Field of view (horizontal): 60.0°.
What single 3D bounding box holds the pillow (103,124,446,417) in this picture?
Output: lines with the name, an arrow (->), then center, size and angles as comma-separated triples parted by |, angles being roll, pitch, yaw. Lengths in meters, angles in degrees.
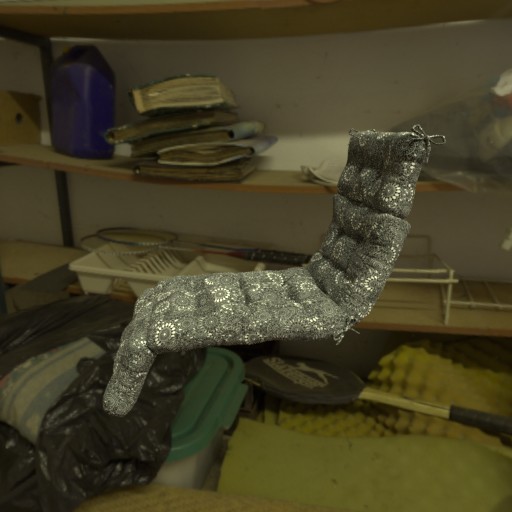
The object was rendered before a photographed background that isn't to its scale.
pillow -> 0.000, 0.000, 1.521 | 1.016, 0.863, 0.526 | -2, 16, -9
